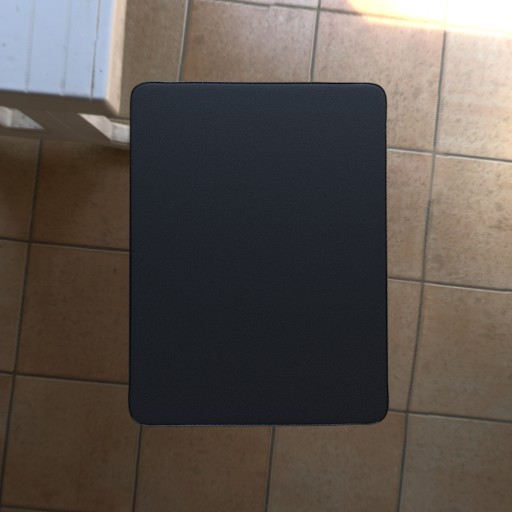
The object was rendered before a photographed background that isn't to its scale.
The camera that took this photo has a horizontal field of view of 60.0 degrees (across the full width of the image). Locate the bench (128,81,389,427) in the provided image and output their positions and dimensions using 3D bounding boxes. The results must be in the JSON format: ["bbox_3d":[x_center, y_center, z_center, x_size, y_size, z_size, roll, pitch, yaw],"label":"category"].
[{"bbox_3d":[0.000,0.000,0.793,0.321,0.500,0.424,0,89,-1],"label":"bench"}]
